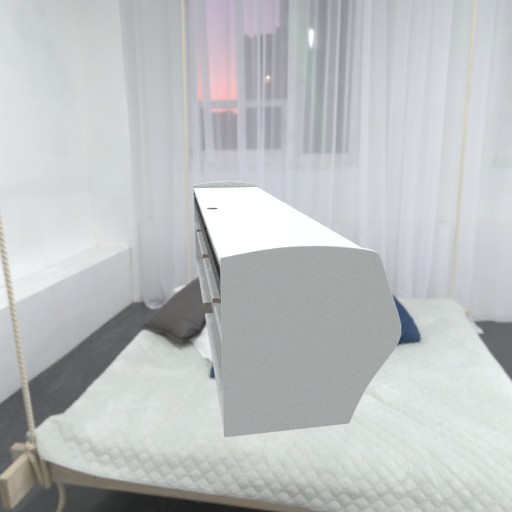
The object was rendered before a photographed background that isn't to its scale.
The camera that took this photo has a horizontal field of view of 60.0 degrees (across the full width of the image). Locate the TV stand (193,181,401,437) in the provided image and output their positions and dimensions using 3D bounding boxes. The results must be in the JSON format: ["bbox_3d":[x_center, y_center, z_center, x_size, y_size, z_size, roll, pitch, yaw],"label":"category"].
[{"bbox_3d":[0.000,0.000,1.650,0.397,0.424,1.473,-3,15,-10],"label":"TV stand"}]
